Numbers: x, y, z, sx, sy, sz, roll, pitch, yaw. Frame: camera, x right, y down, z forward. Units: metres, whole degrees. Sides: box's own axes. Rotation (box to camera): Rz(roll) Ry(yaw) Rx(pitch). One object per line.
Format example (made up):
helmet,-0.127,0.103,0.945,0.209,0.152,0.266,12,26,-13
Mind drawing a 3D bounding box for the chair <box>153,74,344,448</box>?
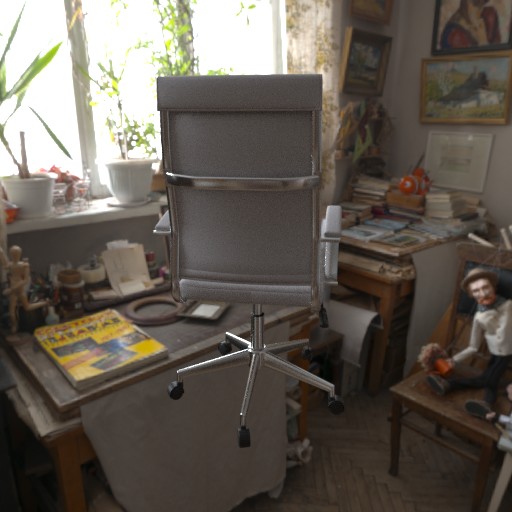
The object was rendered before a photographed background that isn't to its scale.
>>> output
chair,0.000,0.000,1.585,0.679,1.149,0.667,3,17,9
